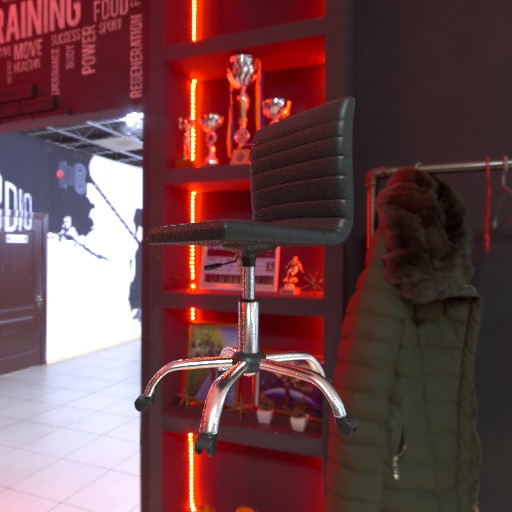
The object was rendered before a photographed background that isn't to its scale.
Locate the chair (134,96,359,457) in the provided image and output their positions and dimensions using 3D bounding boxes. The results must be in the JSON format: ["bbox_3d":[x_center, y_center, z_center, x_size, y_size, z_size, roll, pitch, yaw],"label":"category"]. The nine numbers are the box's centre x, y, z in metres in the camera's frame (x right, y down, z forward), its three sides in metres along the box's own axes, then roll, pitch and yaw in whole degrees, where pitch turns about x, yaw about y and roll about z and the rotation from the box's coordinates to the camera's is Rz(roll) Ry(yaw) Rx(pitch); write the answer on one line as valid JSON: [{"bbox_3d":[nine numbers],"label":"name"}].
[{"bbox_3d":[0.000,0.000,1.139,0.530,0.780,0.556,0,0,-36],"label":"chair"}]
